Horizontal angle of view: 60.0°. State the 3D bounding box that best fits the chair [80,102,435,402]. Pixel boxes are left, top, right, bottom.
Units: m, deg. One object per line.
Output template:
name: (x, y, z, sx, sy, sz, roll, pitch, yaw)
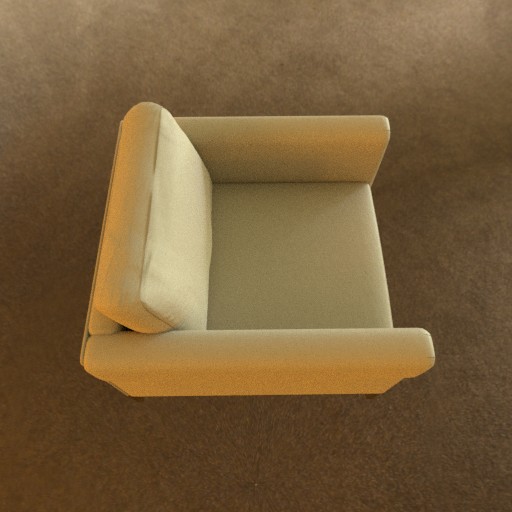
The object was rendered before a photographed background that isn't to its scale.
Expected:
chair: (0.000, 0.000, 1.590, 0.959, 0.838, 0.914, -1, 63, 0)
